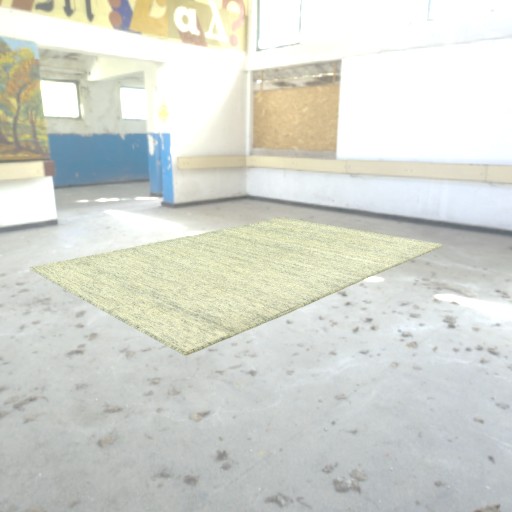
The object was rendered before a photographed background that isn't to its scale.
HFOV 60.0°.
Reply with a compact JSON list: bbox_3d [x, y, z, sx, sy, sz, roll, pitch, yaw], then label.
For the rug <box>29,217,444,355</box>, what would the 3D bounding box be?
[{"bbox_3d":[0.000,0.000,2.332,1.243,0.014,1.846,15,21,42],"label":"rug"}]
